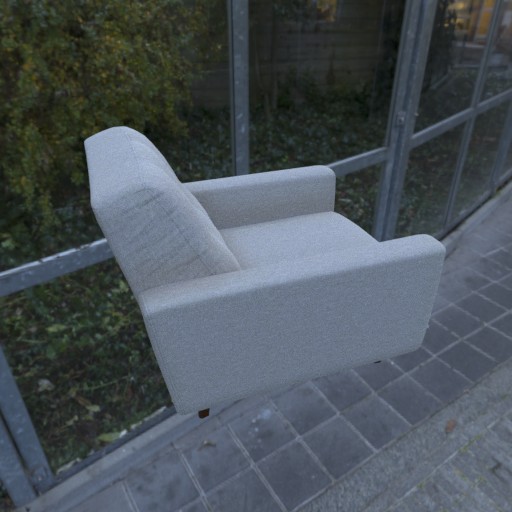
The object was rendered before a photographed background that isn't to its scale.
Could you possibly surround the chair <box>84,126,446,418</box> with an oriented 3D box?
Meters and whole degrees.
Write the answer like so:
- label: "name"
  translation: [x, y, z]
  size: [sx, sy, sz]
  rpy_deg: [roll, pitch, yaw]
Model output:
- label: "chair"
  translation: [0.000, 0.000, 1.776]
  size: [1.128, 0.965, 0.897]
  rpy_deg: [-11, 32, -17]
